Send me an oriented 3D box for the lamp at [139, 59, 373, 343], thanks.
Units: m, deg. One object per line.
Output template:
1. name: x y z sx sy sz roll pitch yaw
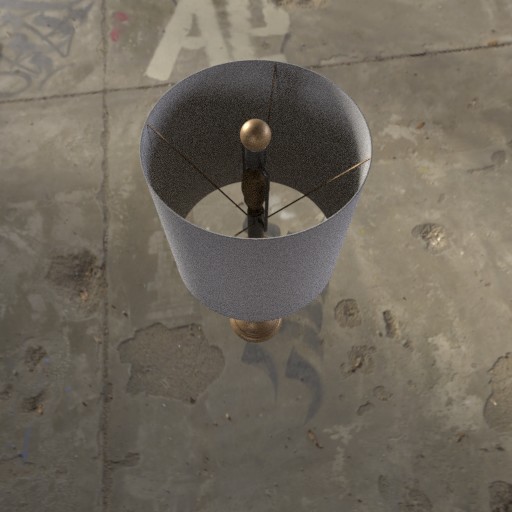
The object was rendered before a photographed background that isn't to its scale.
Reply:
1. lamp: 0.000 0.000 0.723 0.250 0.597 0.250 10 63 5
